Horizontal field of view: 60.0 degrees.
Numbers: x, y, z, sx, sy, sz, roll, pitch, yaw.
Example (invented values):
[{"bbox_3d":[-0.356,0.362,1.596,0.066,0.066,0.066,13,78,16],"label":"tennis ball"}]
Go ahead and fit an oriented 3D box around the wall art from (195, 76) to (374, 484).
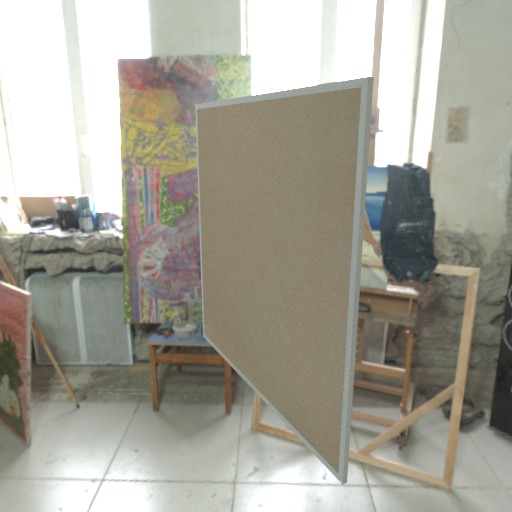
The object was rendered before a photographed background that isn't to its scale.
[{"bbox_3d":[0.000,0.000,0.666,0.007,0.456,0.456,-8,17,-27],"label":"wall art"}]
